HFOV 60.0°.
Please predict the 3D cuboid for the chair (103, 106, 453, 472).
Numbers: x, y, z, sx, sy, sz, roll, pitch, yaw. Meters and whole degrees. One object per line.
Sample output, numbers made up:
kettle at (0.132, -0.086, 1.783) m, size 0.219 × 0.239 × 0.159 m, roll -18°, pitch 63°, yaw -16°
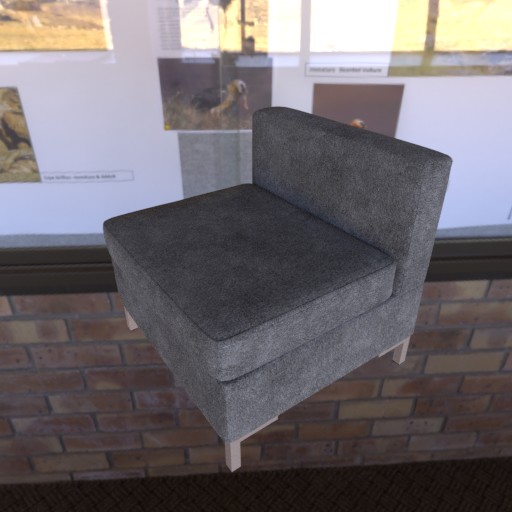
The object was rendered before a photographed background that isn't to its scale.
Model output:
chair at (0.000, 0.000, 1.256) m, size 0.680 × 0.660 × 0.680 m, roll -20°, pitch 36°, yaw -30°
